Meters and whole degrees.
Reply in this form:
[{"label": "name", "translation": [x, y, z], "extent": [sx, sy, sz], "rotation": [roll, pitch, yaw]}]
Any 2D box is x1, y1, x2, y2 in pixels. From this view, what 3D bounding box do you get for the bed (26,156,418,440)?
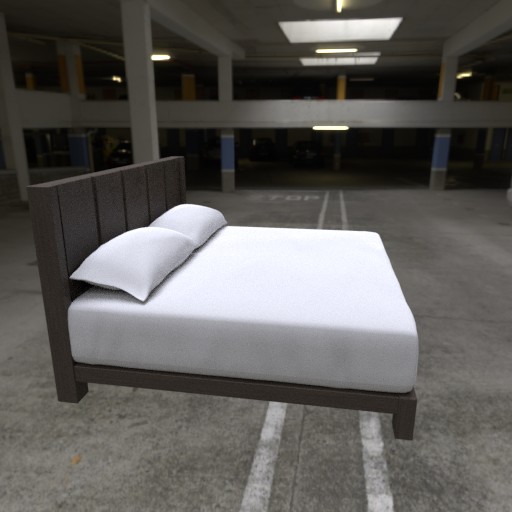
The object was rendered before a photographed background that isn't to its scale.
[{"label": "bed", "translation": [0.000, 0.000, 3.284], "extent": [2.012, 1.270, 2.134], "rotation": [3, 17, 9]}]
